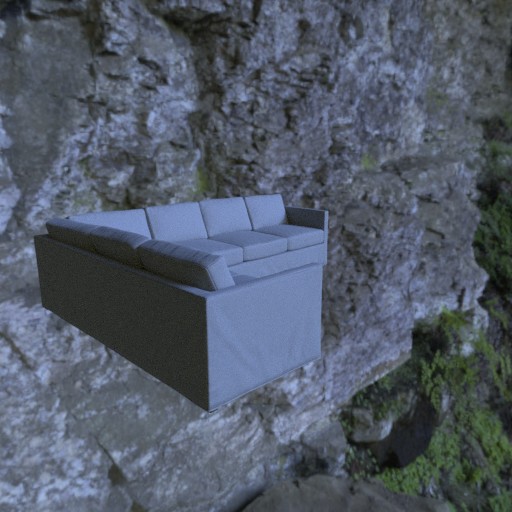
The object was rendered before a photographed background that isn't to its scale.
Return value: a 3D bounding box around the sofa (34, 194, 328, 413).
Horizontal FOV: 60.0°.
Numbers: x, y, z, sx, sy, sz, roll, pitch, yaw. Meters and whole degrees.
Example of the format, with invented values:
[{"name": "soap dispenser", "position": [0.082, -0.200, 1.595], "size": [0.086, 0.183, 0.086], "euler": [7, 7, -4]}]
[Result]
[{"name": "sofa", "position": [0.000, 0.000, 4.240], "size": [2.432, 0.871, 3.182], "euler": [13, 19, 43]}]
